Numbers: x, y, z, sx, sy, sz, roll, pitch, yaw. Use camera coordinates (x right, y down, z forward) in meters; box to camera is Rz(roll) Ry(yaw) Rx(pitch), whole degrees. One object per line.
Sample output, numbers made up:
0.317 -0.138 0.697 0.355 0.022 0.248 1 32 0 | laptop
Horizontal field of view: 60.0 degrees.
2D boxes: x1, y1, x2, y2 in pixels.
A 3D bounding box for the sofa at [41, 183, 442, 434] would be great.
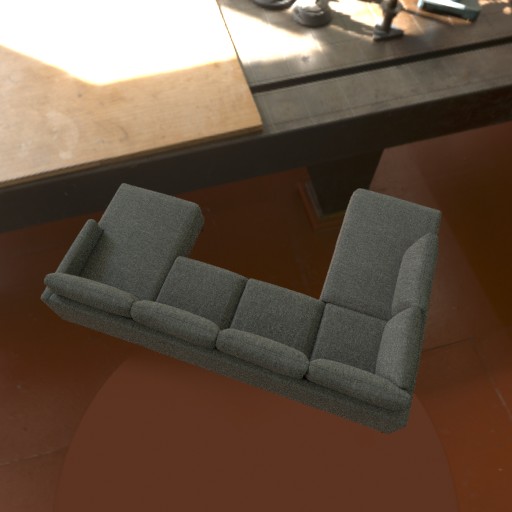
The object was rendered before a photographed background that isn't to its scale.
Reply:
0.000 0.000 3.581 2.737 0.756 1.879 17 63 9 | sofa
